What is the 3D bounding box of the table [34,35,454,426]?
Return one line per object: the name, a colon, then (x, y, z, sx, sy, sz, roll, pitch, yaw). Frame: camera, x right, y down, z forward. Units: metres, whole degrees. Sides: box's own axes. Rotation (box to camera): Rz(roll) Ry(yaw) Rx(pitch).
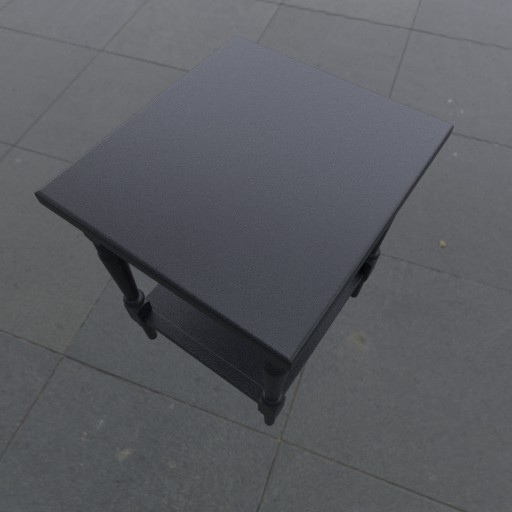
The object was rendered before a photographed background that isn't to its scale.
table: (0.000, 0.000, 0.912, 0.442, 0.565, 0.488, 31, 62, 18)
